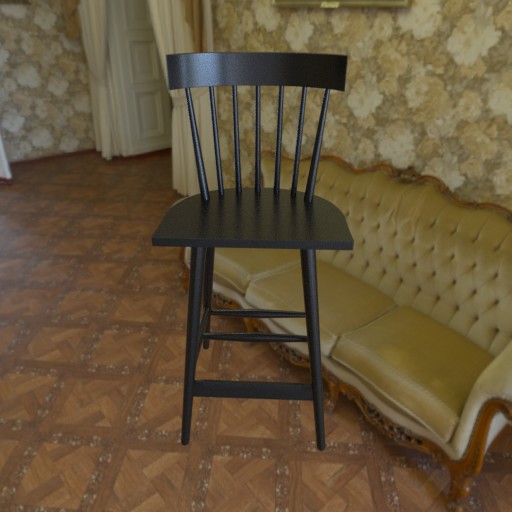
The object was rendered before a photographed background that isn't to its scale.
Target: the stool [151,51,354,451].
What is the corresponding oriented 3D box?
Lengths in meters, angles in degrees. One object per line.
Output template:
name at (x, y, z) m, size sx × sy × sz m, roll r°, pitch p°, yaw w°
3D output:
stool at (0.000, 0.000, 1.322) m, size 0.482 × 1.092 × 0.483 m, roll 1°, pitch 28°, yaw 2°
